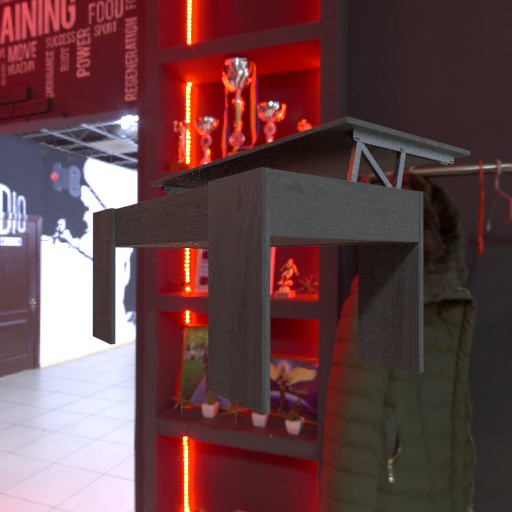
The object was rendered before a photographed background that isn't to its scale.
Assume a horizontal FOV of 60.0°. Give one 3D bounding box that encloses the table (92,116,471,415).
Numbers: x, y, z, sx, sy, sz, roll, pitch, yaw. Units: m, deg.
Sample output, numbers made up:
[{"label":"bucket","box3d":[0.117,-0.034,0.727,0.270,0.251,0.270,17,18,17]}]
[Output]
[{"label":"table","box3d":[0.000,0.000,1.391,0.711,0.570,1.000,0,0,-37]}]
